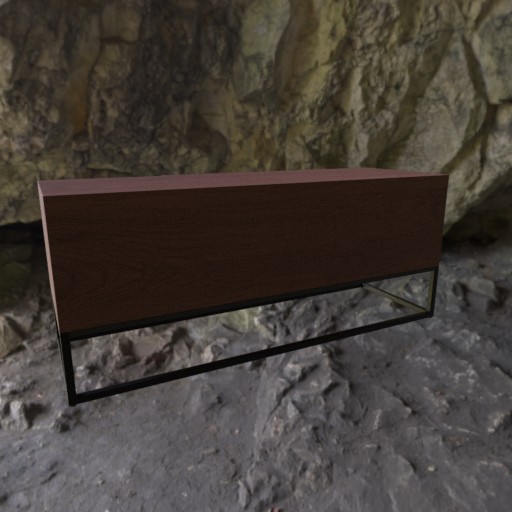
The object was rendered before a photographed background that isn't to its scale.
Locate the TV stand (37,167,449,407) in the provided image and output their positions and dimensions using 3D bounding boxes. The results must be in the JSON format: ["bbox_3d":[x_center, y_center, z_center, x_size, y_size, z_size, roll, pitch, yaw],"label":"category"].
[{"bbox_3d":[0.000,0.000,1.421,1.200,0.500,0.415,-7,17,-26],"label":"TV stand"}]
